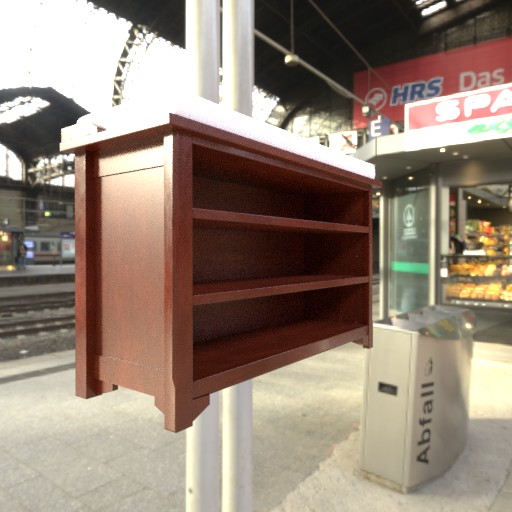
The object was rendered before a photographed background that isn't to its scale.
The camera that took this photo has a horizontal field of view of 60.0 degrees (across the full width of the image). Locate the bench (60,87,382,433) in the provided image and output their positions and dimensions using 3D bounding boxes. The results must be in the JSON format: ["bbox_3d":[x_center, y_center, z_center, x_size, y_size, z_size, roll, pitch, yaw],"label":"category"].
[{"bbox_3d":[0.000,0.000,1.292,0.369,0.646,0.987,0,1,37],"label":"bench"}]
